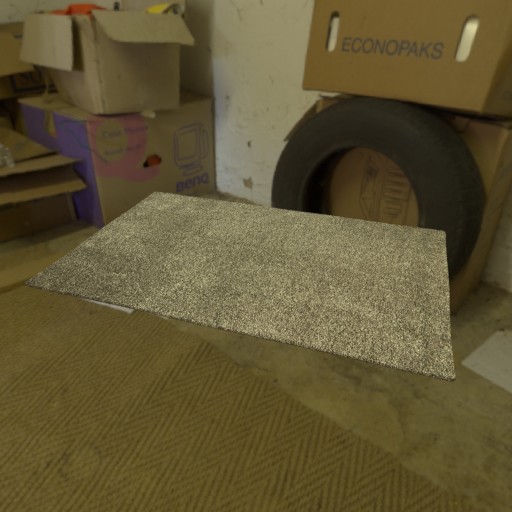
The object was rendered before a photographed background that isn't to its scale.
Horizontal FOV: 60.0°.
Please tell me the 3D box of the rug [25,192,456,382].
[{"bbox_3d":[0.000,0.000,2.879,2.352,0.025,1.501,10,32,16],"label":"rug"}]
